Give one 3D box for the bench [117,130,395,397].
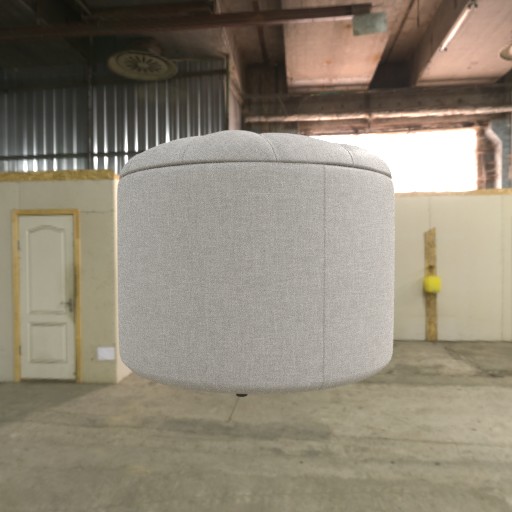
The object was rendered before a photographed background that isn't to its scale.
[{"bbox_3d":[0.000,0.000,1.006,0.600,0.453,0.600,0,1,0],"label":"bench"}]
